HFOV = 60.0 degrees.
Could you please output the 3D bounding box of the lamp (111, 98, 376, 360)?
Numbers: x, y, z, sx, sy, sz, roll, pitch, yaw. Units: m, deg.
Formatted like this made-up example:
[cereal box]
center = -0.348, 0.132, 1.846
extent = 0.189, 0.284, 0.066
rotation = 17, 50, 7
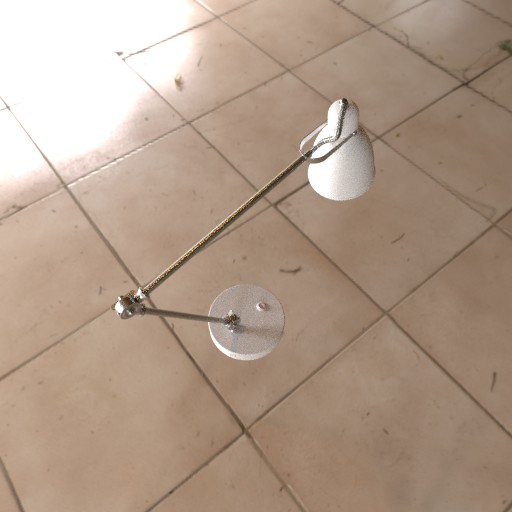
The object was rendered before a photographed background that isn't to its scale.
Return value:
[lamp]
center = 0.000, 0.000, 0.873
extent = 0.561, 0.587, 0.187
rotation = -35, 64, -20
